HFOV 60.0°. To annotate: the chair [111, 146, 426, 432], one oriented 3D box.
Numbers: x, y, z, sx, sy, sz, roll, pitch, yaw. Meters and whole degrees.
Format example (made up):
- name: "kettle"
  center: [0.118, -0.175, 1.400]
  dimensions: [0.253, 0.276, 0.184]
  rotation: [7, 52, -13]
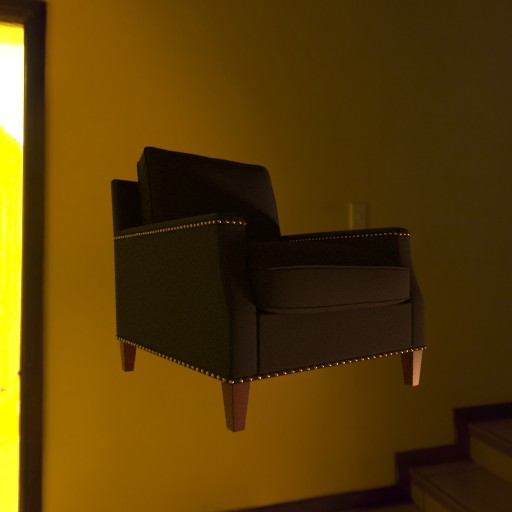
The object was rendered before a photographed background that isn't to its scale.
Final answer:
- name: "chair"
  center: [0.000, 0.000, 1.761]
  dimensions: [0.853, 0.943, 1.014]
  rotation: [1, -2, -36]
